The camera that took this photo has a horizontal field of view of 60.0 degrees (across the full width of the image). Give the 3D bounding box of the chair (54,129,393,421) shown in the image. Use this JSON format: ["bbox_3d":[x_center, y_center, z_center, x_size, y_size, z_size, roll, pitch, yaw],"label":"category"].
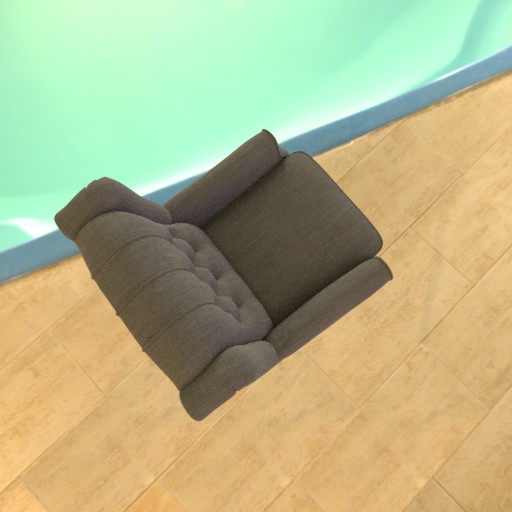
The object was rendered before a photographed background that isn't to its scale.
[{"bbox_3d":[0.000,0.000,1.624,0.898,1.035,0.742,-37,78,-9],"label":"chair"}]
